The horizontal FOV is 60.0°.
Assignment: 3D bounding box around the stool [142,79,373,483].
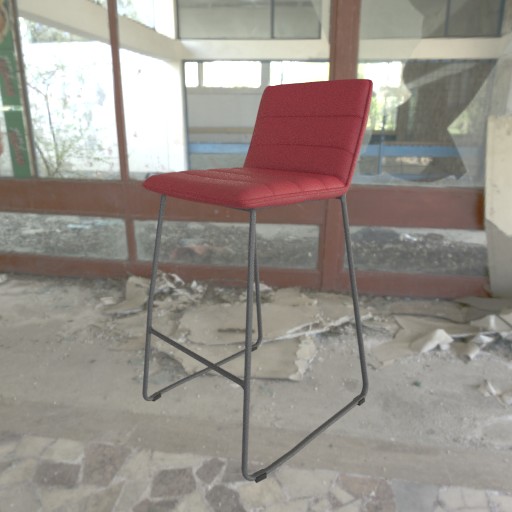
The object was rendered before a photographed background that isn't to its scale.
[{"bbox_3d":[0.000,0.000,1.238,0.489,0.937,0.524,16,23,42],"label":"stool"}]
